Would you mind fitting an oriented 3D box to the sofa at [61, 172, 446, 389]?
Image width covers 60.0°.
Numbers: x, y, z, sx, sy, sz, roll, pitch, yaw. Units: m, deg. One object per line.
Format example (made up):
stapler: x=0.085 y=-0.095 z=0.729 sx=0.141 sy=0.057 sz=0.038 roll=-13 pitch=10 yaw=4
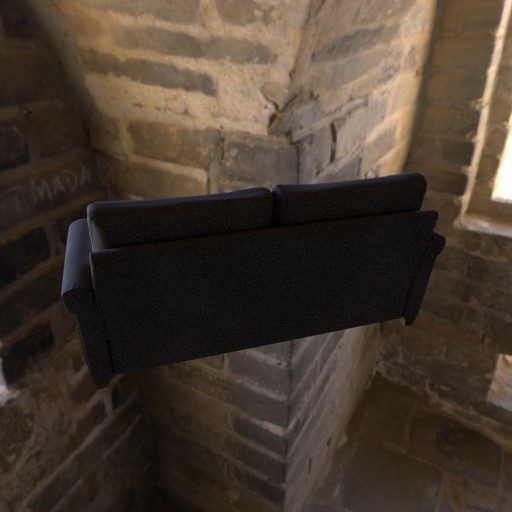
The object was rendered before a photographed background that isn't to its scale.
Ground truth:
sofa: x=0.000 y=0.000 z=2.441 sx=1.935 sy=0.942 sz=0.842 roll=-8 pitch=27 yaw=-16
